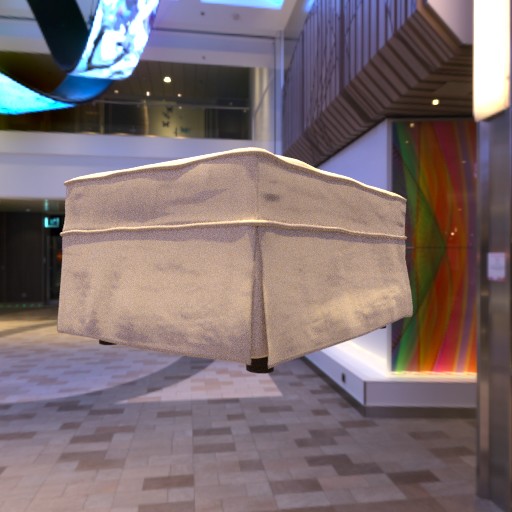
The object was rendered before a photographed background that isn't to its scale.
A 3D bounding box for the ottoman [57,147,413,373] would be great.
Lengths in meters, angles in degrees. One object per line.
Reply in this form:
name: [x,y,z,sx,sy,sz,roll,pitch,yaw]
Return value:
ottoman: [0.000,0.000,1.350,0.703,0.479,0.944,0,0,35]
